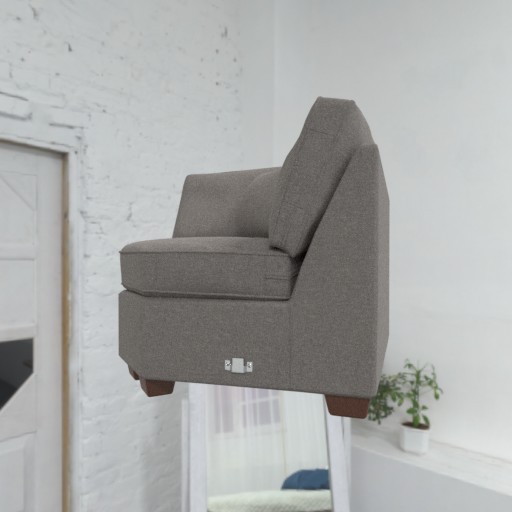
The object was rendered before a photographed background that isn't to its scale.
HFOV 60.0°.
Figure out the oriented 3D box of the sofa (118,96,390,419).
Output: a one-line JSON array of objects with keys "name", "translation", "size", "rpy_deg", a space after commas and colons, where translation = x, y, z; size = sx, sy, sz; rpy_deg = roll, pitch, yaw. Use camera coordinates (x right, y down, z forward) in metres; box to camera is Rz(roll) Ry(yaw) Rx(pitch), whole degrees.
[{"name": "sofa", "translation": [0.000, 0.000, 1.868], "size": [1.050, 0.951, 1.042], "rpy_deg": [0, 0, 18]}]
